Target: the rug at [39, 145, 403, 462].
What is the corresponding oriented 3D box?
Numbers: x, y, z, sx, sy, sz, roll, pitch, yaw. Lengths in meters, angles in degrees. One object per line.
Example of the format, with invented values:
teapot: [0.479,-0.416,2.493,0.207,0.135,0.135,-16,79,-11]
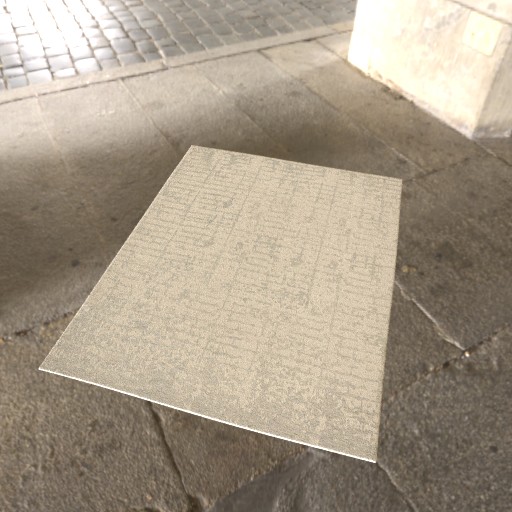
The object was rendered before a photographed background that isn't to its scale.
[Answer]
rug: [0.000,0.000,4.015,2.447,0.014,3.061,12,48,11]
